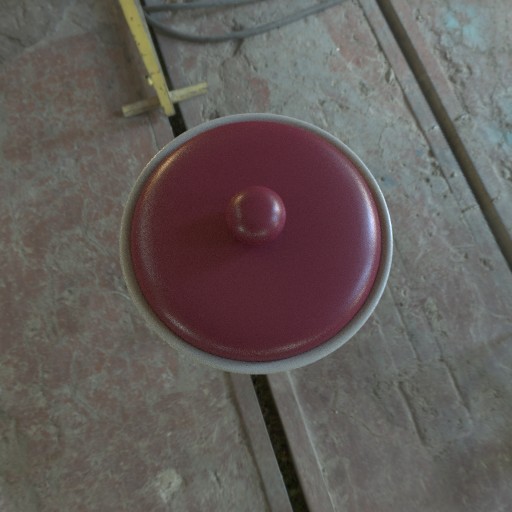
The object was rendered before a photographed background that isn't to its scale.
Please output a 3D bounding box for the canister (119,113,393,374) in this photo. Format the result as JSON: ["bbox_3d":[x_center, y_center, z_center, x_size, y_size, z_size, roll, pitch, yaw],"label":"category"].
[{"bbox_3d":[0.000,0.000,0.350,0.181,0.211,0.181,0,75,0],"label":"canister"}]
